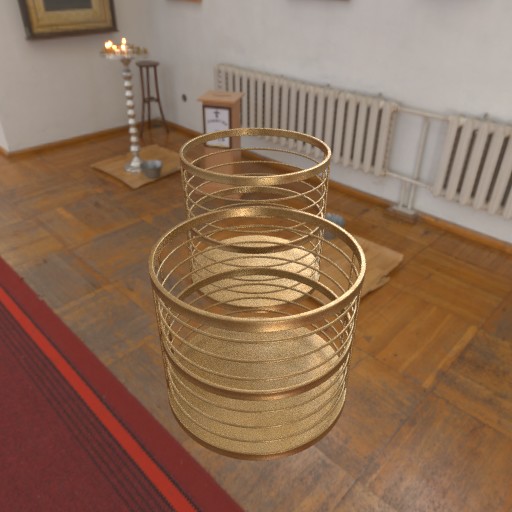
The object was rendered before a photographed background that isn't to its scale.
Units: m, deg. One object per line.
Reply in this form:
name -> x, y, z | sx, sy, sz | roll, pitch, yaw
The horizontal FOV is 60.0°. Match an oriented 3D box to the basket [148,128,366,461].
basket -> 0.000, 0.000, 0.971 | 0.356, 0.351, 0.746 | 0, 32, 0
